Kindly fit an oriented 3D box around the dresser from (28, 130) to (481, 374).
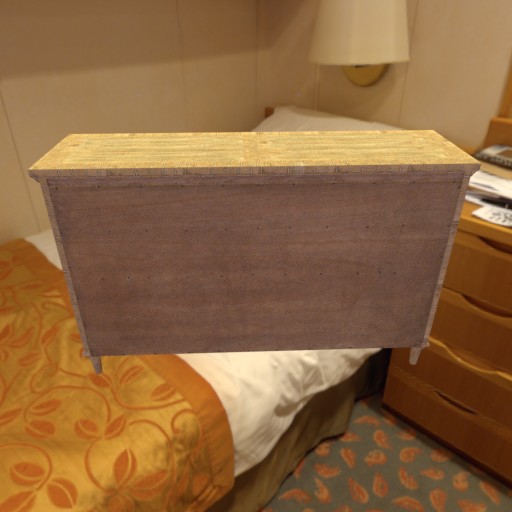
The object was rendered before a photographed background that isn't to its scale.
[{"bbox_3d":[0.000,0.000,2.041,1.626,1.016,0.457,-1,31,-2],"label":"dresser"}]
